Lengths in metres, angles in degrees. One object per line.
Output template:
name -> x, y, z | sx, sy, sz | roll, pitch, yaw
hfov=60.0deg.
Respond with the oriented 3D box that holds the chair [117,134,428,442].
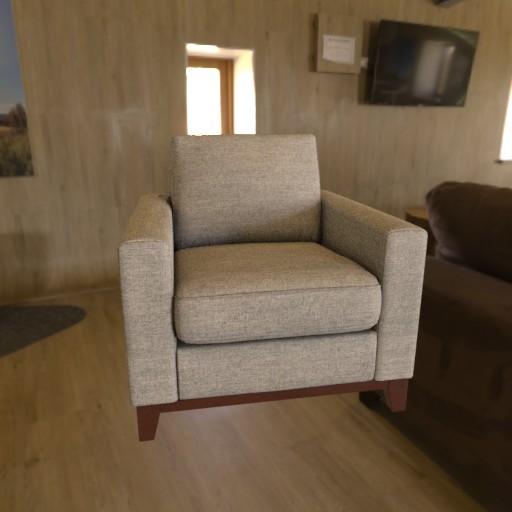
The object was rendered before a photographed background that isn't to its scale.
chair -> 0.000, 0.000, 1.907 | 1.024, 1.010, 1.038 | -3, 16, -10
